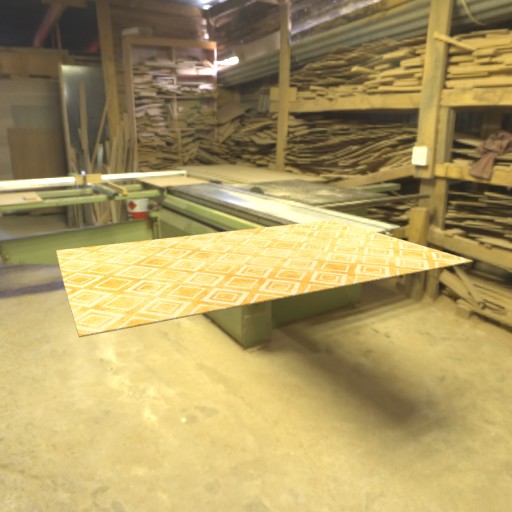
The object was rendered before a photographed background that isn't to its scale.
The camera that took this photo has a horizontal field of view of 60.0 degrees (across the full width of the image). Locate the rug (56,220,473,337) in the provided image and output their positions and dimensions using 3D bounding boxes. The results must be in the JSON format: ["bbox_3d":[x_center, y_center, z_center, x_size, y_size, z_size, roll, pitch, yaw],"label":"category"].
[{"bbox_3d":[0.000,0.000,3.018,2.424,0.010,1.511,-8,18,-26],"label":"rug"}]
